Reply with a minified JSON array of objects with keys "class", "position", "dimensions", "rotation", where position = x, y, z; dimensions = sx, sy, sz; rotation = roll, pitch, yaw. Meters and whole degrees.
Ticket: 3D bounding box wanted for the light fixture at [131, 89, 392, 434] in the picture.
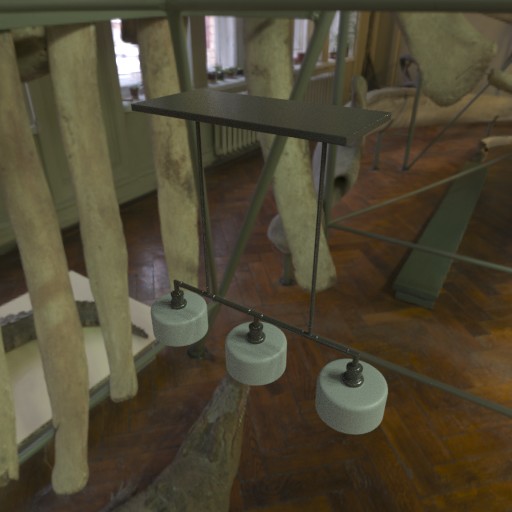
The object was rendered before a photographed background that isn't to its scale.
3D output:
[{"class":"light fixture","position":[0.000,0.000,0.861],"dimensions":[0.582,0.557,0.177],"rotation":[18,34,28]}]
